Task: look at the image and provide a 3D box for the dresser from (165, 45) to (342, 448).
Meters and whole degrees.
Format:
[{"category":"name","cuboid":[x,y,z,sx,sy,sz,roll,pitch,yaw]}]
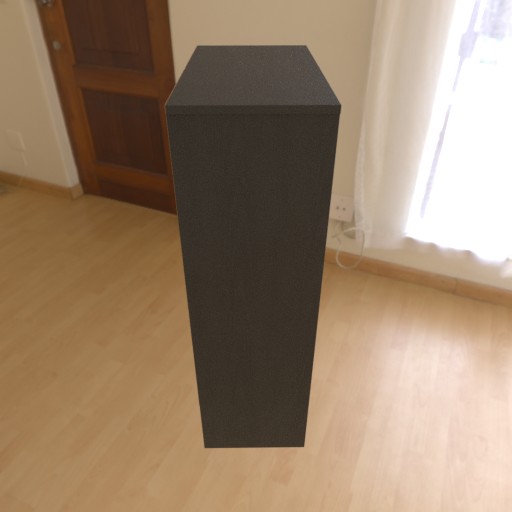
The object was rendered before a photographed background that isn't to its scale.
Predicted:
[{"category":"dresser","cuboid":[0.000,0.000,1.575,0.399,1.255,0.704,0,35,-1]}]
